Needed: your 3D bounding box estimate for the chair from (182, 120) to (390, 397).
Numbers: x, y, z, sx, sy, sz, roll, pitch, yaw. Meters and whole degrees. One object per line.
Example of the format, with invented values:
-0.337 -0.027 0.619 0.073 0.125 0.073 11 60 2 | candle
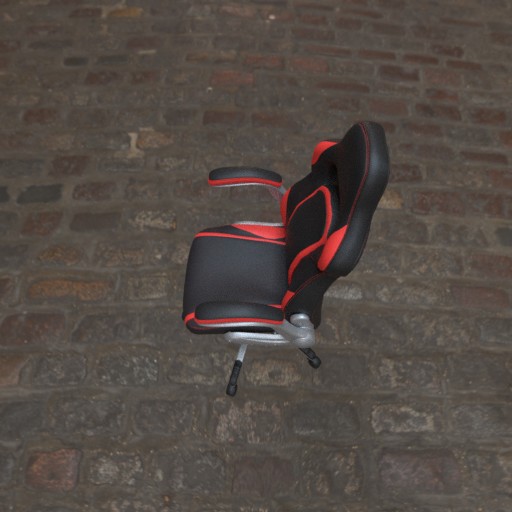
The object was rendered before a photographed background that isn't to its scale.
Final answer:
0.000 0.000 1.660 0.712 1.165 0.758 1 58 1 | chair
